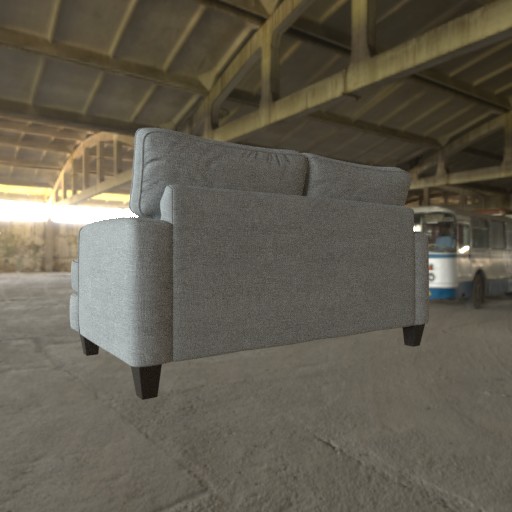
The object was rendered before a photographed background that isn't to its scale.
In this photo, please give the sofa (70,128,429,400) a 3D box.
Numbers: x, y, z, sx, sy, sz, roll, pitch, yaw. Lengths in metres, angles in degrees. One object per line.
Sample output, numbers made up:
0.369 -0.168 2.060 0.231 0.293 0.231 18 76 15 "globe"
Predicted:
0.000 0.000 2.293 1.651 0.965 0.965 0 1 -35 "sofa"
